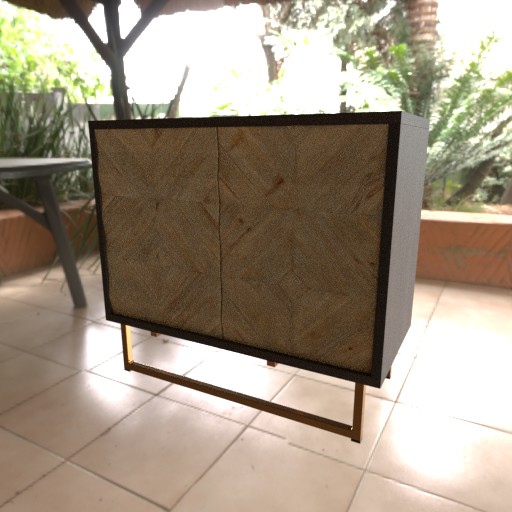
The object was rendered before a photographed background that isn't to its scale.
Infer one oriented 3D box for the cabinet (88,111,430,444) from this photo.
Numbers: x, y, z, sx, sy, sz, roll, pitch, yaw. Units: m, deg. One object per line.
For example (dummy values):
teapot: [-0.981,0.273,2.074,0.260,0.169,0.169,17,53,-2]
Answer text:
cabinet: [0.000,0.000,1.468,0.950,0.860,0.451,8,16,27]
